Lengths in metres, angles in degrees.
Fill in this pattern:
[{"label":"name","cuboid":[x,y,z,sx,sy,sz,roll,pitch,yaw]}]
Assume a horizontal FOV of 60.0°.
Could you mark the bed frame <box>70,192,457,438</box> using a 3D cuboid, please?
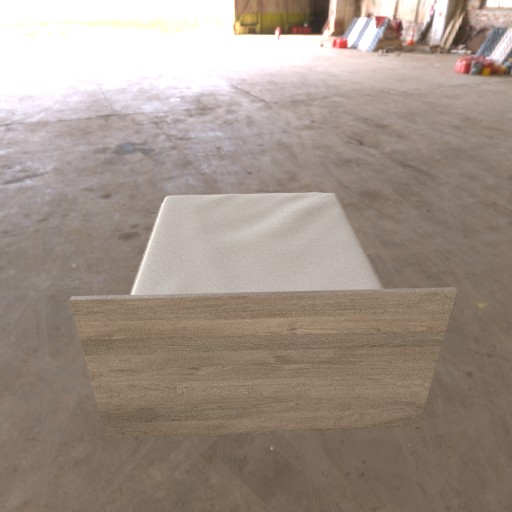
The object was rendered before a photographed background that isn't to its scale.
[{"label":"bed frame","cuboid":[0.000,0.000,2.745,1.490,0.800,1.950,-1,31,-2]}]
